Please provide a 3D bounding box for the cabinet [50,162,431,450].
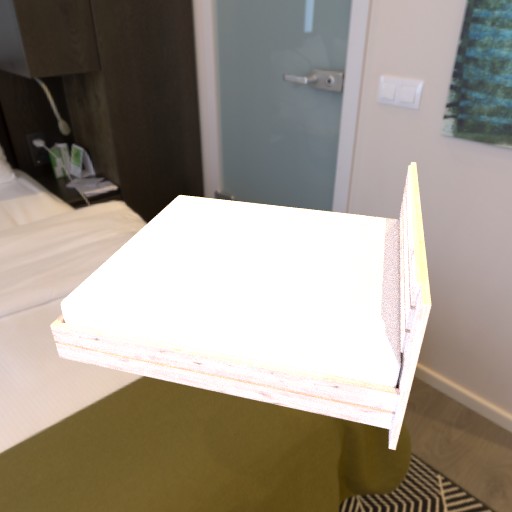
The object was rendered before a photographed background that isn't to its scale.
[{"bbox_3d":[0.000,0.000,3.164,2.080,0.970,1.950,8,31,13],"label":"cabinet"}]
